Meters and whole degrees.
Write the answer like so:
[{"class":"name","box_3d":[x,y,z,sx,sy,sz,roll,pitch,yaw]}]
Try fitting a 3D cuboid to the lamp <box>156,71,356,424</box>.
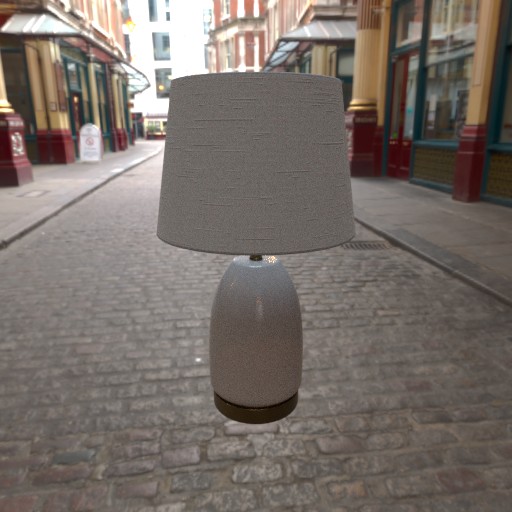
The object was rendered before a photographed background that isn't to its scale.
[{"class":"lamp","box_3d":[0.000,0.000,0.660,0.285,0.483,0.285,0,16,0]}]
